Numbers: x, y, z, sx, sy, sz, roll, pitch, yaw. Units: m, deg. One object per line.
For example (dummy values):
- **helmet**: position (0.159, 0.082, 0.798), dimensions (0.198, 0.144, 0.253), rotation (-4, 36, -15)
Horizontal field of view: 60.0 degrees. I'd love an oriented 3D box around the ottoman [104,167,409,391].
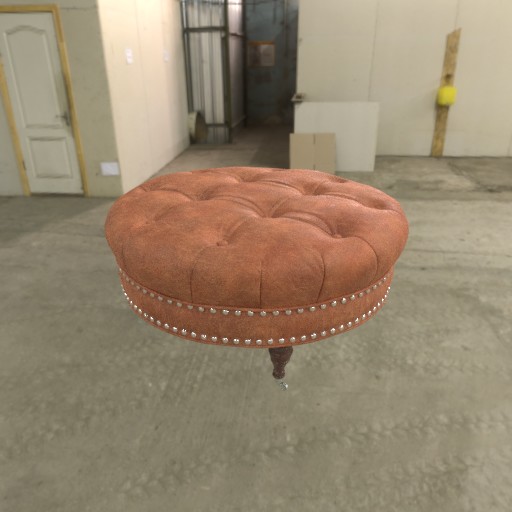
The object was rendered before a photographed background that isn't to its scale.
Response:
- **ottoman**: position (0.000, 0.000, 1.428), dimensions (0.901, 0.444, 0.901), rotation (0, 25, 0)
